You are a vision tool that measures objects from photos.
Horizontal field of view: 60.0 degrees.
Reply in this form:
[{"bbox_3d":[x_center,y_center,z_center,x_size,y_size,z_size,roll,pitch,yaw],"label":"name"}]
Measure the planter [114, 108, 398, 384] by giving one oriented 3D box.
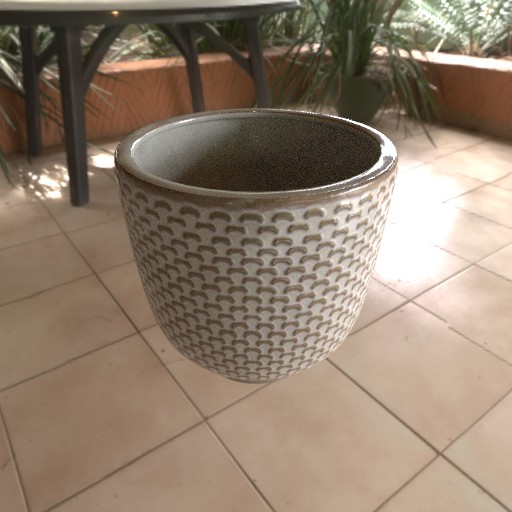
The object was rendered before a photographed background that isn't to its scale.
[{"bbox_3d":[0.000,0.000,0.363,0.197,0.191,0.197,0,32,0],"label":"planter"}]
